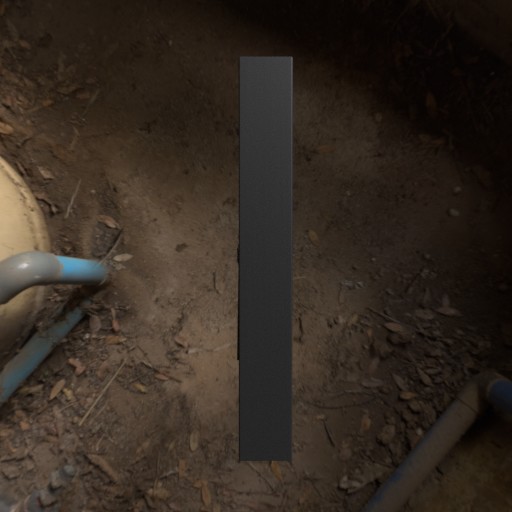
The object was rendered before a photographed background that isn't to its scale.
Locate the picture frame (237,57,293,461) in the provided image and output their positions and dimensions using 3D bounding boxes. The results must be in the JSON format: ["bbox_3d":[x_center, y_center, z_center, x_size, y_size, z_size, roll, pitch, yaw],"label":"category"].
[{"bbox_3d":[0.000,0.000,0.276,0.028,0.208,0.157,0,91,0],"label":"picture frame"}]
